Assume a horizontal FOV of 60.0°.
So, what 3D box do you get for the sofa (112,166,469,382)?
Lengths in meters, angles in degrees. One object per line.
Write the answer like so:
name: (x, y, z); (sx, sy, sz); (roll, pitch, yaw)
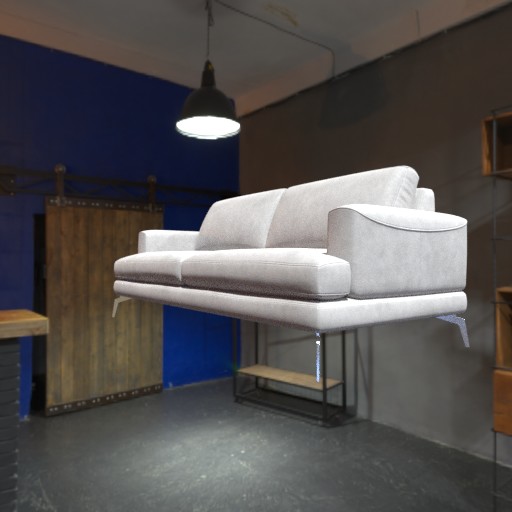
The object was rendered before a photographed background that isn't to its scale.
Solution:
sofa: (0.000, 0.000, 2.526); (0.980, 0.830, 2.013); (0, 0, -37)
